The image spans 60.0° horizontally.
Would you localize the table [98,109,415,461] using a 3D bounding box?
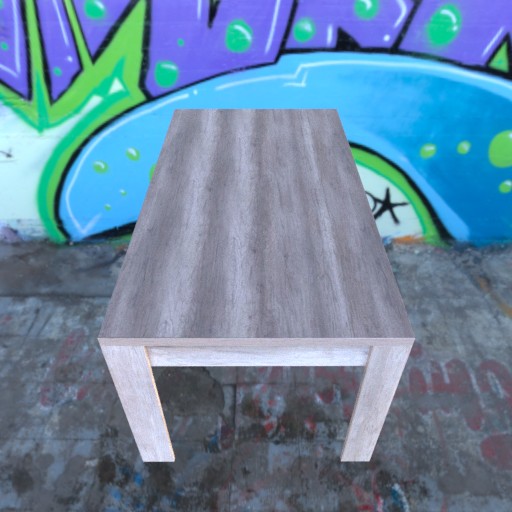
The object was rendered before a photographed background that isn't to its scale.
[{"bbox_3d":[0.000,0.000,2.112,0.900,0.775,1.600,0,41,0],"label":"table"}]
